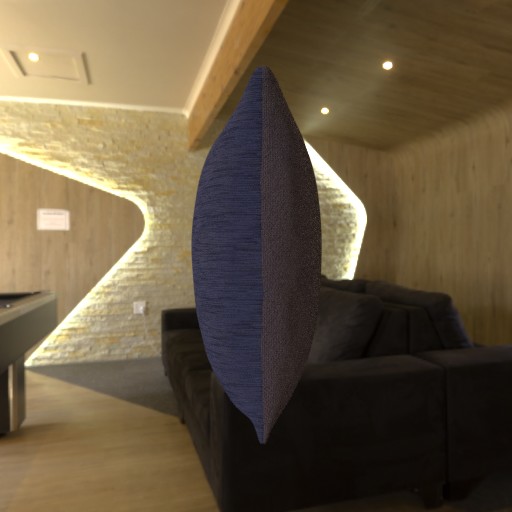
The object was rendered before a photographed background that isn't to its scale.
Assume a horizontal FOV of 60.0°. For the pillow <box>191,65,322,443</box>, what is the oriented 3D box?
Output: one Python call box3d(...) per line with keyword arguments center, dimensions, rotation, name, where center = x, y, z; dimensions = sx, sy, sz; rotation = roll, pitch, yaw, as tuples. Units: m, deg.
box3d(center=(0.000, 0.000, 0.720), dimensions=(0.204, 0.439, 0.452), rotation=(0, 0, 0), name="pillow")
